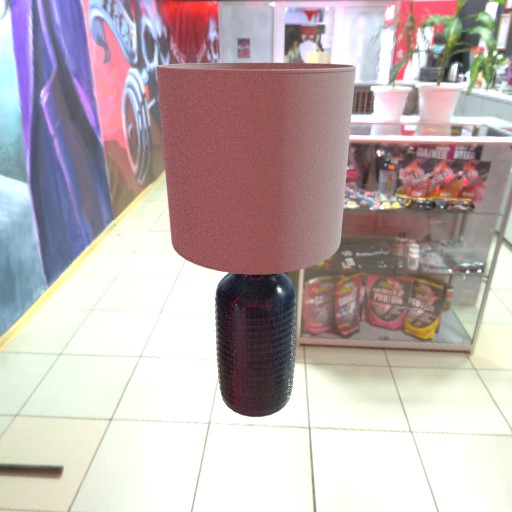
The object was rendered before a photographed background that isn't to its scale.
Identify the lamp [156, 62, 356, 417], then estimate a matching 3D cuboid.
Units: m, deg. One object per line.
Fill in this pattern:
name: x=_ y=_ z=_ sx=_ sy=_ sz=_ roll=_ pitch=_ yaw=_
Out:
lamp: x=0.000 y=0.000 z=0.601 sx=0.220 sy=0.475 sz=0.220 roll=17 pitch=30 yaw=32
